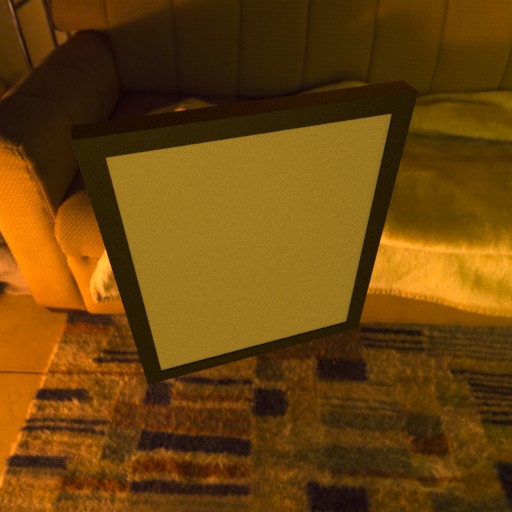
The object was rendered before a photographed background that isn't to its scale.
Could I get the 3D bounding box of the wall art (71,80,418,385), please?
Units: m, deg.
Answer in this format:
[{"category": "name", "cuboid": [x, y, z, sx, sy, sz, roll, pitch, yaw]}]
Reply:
[{"category": "wall art", "cuboid": [0.000, 0.000, 0.544, 0.330, 0.381, 0.029, -12, 44, -13]}]
